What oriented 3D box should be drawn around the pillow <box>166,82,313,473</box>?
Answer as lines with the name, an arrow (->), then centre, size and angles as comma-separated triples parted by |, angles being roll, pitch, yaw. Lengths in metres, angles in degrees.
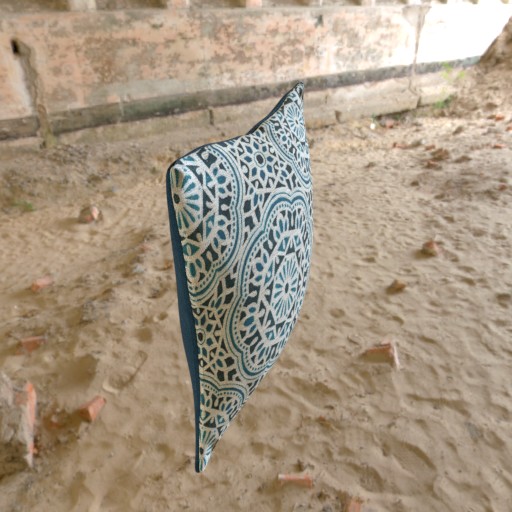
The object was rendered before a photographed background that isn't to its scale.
pillow -> 0.000, 0.000, 0.649 | 0.145, 0.420, 0.440 | 10, 32, 17
